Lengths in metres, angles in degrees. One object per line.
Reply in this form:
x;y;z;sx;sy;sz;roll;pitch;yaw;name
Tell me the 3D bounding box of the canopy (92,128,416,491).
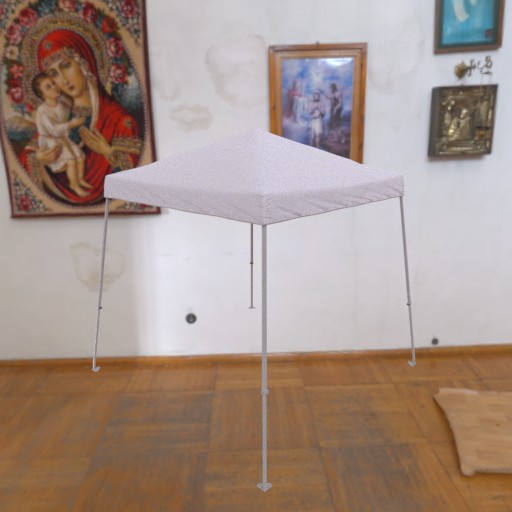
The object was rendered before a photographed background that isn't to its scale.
0.000;0.000;5.145;2.850;2.850;2.849;14;20;41;canopy
